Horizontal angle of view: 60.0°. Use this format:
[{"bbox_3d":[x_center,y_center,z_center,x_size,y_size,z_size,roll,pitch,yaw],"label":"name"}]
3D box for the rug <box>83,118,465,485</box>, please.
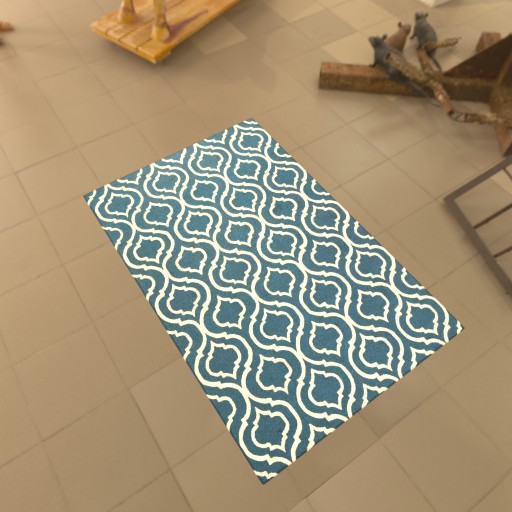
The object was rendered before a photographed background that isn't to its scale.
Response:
[{"bbox_3d":[0.000,0.000,2.263,1.143,0.010,1.753,-30,62,-18],"label":"rug"}]
